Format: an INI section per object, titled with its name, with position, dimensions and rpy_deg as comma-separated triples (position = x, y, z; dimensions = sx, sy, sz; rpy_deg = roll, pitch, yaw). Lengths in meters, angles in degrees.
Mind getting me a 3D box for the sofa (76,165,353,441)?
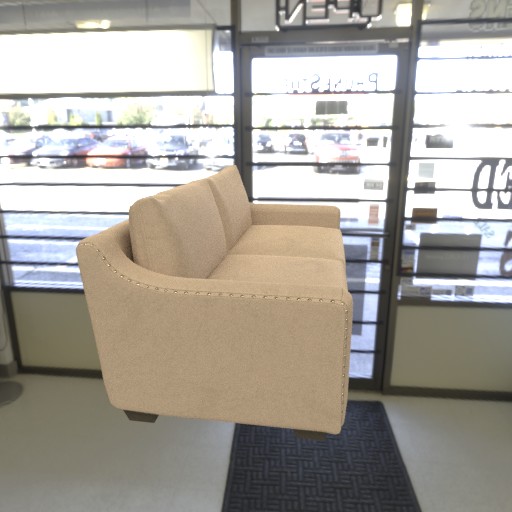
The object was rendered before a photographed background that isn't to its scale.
[sofa]
position = 0.000, 0.000, 2.544
dimensions = 1.030, 0.901, 1.967
rpy_deg = 3, 16, 9
